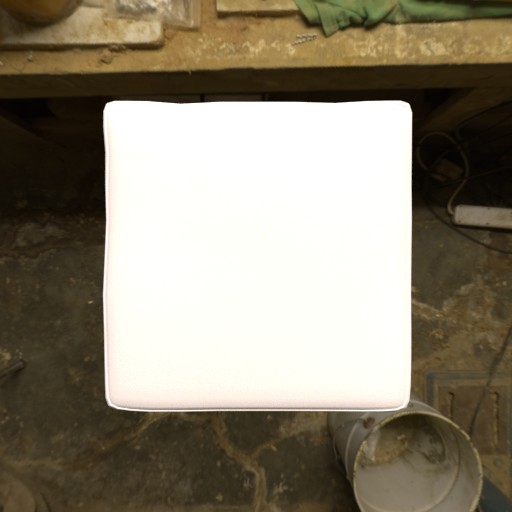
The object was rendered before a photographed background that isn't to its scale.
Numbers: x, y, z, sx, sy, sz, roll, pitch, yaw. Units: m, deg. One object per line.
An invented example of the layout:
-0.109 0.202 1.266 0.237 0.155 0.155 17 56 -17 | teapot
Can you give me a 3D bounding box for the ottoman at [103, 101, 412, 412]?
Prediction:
0.000 0.000 1.360 0.838 0.479 0.838 0 91 0 | ottoman
